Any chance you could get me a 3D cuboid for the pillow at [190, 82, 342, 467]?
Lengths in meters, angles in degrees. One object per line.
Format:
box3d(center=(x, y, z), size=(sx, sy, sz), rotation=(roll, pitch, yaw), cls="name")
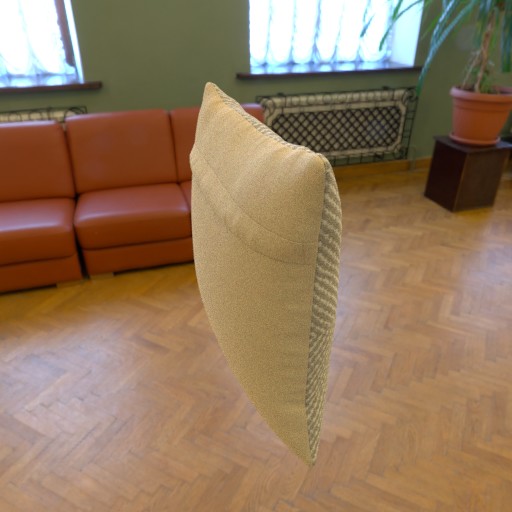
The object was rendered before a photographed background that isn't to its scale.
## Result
box3d(center=(0.000, 0.000, 0.704), size=(0.181, 0.458, 0.459), rotation=(-10, 32, -16), cls="pillow")
